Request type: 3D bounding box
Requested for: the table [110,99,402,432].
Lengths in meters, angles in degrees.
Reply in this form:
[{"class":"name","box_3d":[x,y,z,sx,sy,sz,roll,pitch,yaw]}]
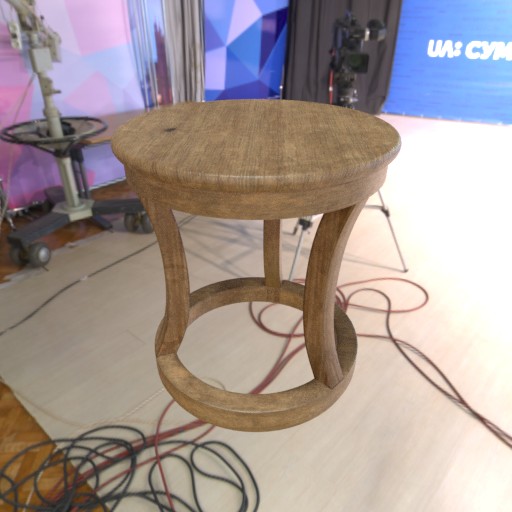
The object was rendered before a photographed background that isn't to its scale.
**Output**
[{"class":"table","box_3d":[0.000,0.000,0.796,0.432,0.460,0.432,0,31,0]}]
